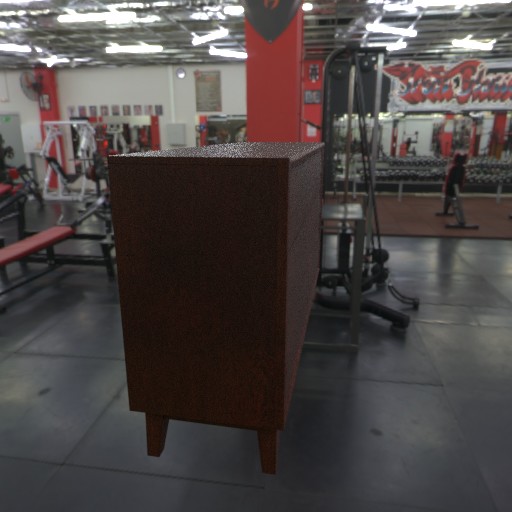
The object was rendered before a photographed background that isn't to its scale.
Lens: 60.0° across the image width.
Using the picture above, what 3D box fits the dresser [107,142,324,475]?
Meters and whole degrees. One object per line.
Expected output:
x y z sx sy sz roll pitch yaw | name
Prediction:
0.000 0.000 2.025 0.499 0.971 1.609 3 16 11 | dresser
